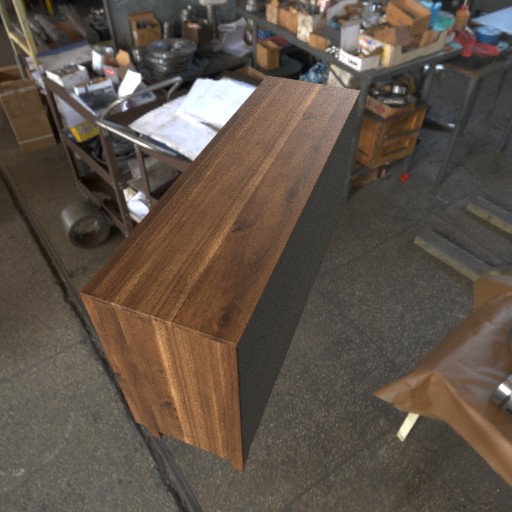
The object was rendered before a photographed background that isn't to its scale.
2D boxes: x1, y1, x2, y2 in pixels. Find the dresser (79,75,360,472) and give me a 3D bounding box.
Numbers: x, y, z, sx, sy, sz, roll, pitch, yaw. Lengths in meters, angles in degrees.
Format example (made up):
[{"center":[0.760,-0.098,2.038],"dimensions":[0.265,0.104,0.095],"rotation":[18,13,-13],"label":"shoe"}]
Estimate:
[{"center":[0.000,0.000,1.838],"dimensions":[0.438,0.892,1.387],"rotation":[15,47,15],"label":"dresser"}]
